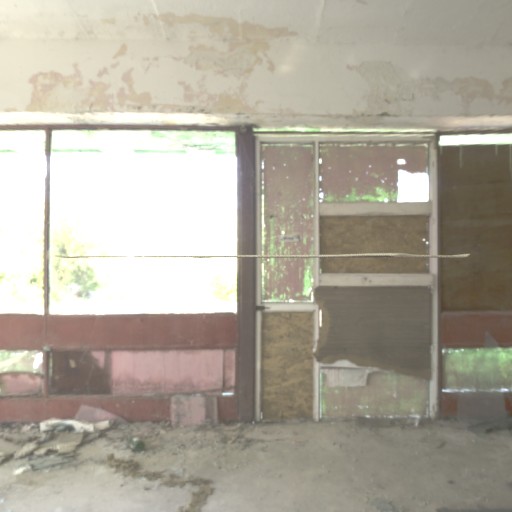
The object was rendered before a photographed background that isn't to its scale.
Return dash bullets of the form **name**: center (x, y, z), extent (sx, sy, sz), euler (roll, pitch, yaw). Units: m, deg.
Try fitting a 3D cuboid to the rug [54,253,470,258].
- **rug**: center (0.000, 0.000, 2.427), extent (1.947, 0.023, 1.214), euler (0, 0, 35)
